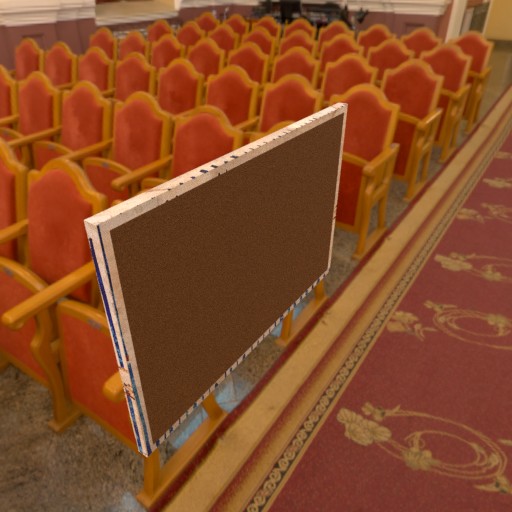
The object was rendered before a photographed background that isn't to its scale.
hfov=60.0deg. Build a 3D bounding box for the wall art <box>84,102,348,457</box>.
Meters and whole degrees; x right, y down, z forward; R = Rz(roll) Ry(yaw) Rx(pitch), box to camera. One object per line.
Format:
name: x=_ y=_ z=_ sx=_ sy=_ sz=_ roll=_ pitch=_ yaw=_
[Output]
wall art: x=0.000 y=0.000 z=1.181 sx=0.030 sy=0.609 sz=0.919 roll=21 pitch=38 yaw=29
